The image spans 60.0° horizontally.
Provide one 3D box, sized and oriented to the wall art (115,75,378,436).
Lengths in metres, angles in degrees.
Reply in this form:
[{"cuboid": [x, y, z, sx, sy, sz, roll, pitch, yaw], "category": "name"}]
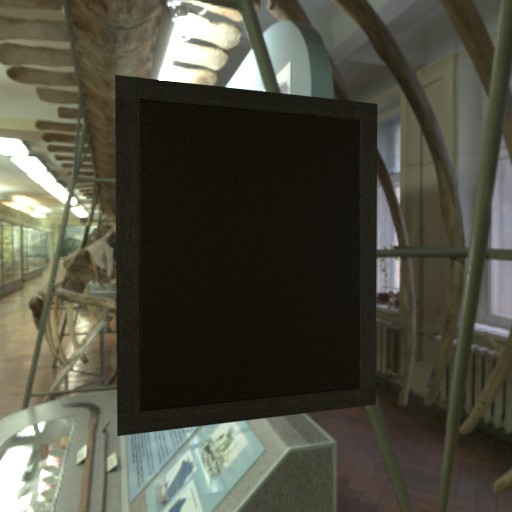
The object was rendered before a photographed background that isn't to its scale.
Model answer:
[{"cuboid": [0.000, 0.000, 0.795, 0.479, 0.580, 0.027, 0, 1, -17], "category": "wall art"}]
